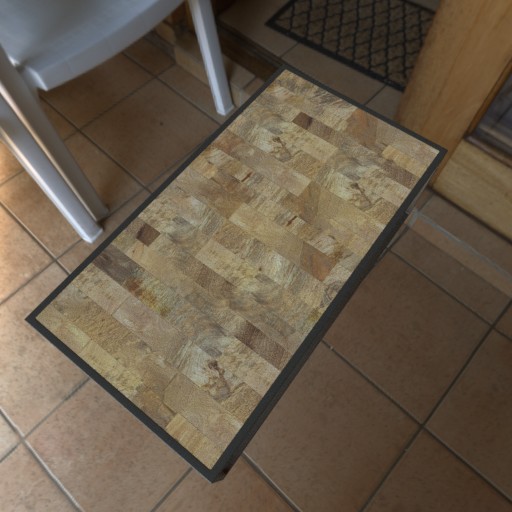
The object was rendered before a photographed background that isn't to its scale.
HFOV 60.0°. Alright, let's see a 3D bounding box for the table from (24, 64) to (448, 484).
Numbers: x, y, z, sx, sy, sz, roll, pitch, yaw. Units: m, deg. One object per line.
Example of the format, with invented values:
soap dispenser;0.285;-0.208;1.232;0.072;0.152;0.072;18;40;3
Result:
table;0.000;0.000;1.484;0.649;0.398;1.199;34;69;15
